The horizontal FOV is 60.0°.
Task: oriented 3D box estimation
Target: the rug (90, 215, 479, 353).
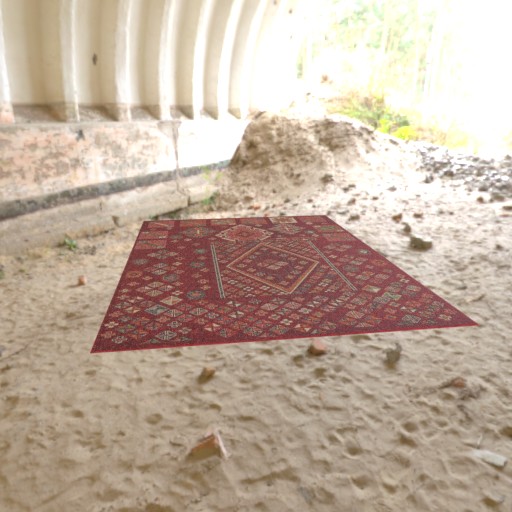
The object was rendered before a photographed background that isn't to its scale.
[{"bbox_3d":[0.000,0.000,4.223,2.389,0.011,3.306,-3,18,-8],"label":"rug"}]
